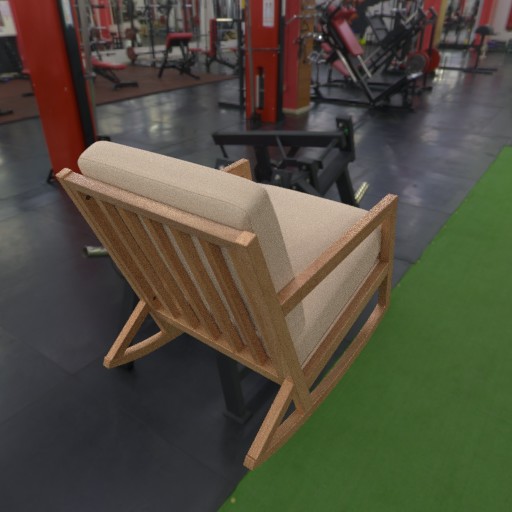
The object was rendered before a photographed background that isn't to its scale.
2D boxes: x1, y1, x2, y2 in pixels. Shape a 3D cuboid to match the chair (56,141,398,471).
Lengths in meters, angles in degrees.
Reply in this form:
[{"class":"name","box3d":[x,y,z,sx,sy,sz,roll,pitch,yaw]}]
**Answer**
[{"class":"chair","box3d":[0.000,0.000,1.408,0.622,0.790,0.857,21,36,32]}]
